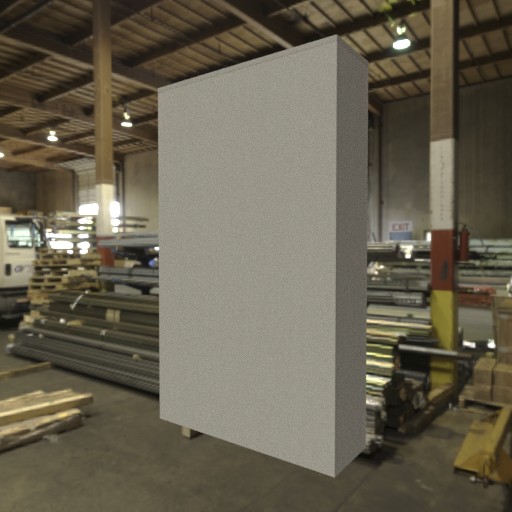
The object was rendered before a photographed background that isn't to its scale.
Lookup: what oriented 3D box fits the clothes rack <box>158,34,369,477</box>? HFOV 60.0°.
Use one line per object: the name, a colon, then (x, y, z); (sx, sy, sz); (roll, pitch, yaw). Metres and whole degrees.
clothes rack: (0.000, 0.000, 1.600); (0.750, 1.280, 0.250); (1, 2, 36)
